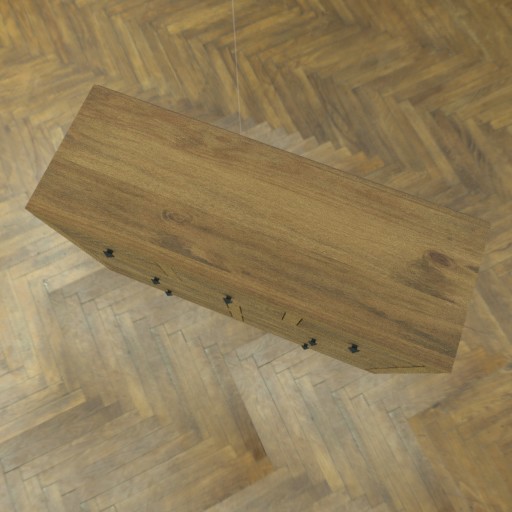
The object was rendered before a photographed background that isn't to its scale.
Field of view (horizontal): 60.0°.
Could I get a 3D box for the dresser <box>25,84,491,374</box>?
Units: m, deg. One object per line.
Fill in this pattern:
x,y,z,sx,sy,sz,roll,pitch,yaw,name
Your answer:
0.000,0.000,1.660,1.261,0.825,0.479,21,76,5,dresser
